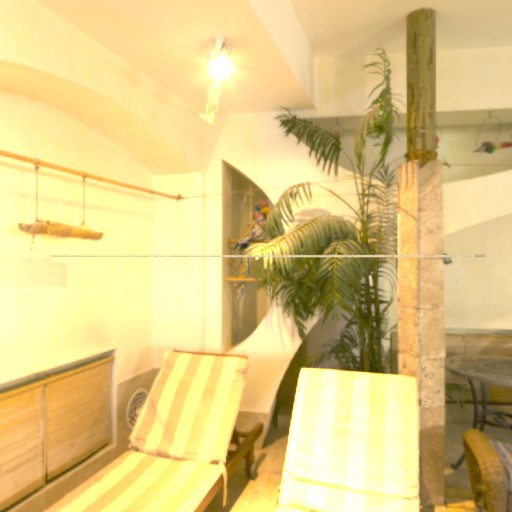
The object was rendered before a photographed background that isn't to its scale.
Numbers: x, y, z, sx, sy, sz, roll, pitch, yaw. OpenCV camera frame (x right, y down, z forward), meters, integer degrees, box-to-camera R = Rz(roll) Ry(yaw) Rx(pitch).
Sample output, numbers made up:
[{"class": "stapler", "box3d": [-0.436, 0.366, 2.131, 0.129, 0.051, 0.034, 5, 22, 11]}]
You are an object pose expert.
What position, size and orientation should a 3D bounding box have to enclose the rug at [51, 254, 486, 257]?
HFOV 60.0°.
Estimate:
[{"class": "rug", "box3d": [0.000, 0.000, 2.865, 2.544, 0.015, 0.795, 0, 0, 17]}]
